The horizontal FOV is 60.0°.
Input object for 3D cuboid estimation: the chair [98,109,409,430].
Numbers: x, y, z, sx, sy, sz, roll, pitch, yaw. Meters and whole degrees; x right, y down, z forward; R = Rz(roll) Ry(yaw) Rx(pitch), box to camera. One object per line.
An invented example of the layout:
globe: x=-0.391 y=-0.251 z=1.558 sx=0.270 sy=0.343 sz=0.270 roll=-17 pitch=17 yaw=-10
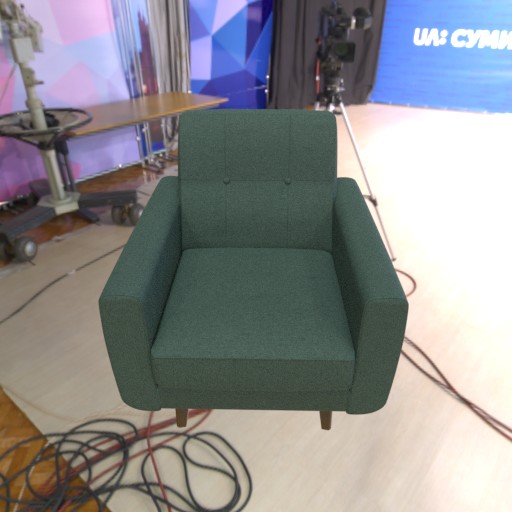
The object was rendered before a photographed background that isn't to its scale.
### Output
chair: x=0.000 y=0.000 z=1.577 sx=0.831 sy=0.841 sz=0.909 roll=1 pitch=32 yaw=1
